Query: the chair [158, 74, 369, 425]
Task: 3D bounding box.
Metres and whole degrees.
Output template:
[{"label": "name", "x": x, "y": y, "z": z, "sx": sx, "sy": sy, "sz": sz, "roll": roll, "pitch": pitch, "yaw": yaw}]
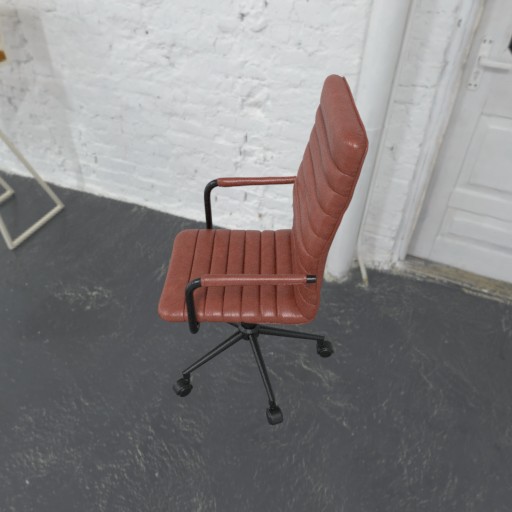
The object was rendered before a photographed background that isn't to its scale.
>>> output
[{"label": "chair", "x": 0.000, "y": 0.000, "z": 1.361, "sx": 0.580, "sy": 0.979, "sz": 0.608, "roll": 1, "pitch": 41, "yaw": 1}]
